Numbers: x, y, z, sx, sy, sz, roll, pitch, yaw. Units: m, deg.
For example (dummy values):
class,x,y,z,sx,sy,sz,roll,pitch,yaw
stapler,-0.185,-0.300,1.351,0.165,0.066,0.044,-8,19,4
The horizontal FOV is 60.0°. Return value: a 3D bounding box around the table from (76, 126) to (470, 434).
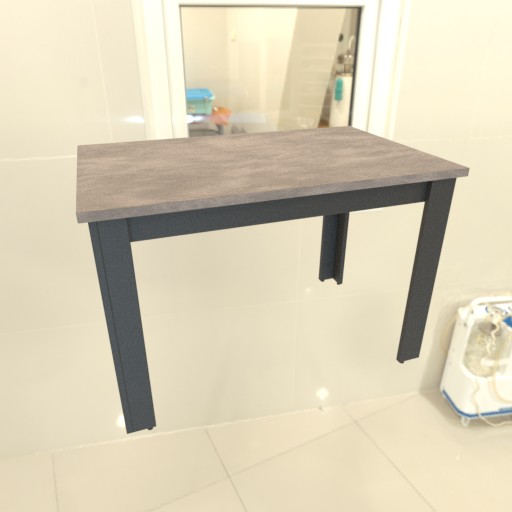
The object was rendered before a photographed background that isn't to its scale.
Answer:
class,x,y,z,sx,sy,sz,roll,pitch,yaw
table,0.000,0.000,1.611,1.100,0.734,0.700,-9,28,-17
